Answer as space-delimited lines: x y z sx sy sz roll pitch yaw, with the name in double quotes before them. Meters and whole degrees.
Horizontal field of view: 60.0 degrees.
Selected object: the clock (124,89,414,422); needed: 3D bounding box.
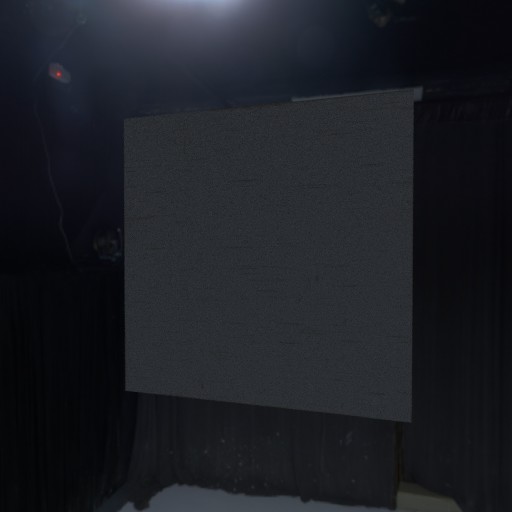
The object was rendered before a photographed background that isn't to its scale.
"clock" 0.000 0.000 1.058 0.705 0.705 0.032 0 1 18
